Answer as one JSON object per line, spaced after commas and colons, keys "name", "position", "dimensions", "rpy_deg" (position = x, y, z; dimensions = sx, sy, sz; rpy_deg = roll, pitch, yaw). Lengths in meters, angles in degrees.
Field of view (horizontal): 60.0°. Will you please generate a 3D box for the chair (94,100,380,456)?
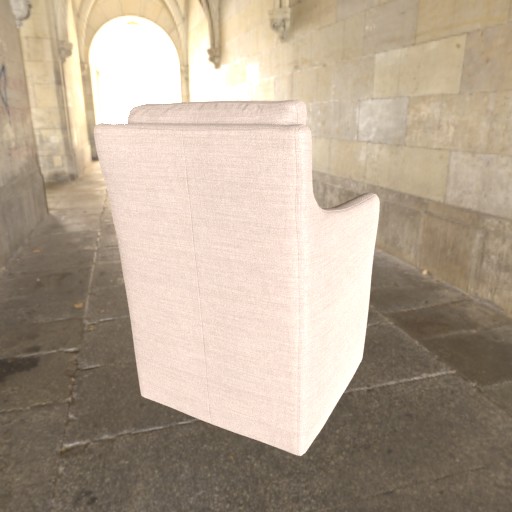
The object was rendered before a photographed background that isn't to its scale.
{"name": "chair", "position": [0.000, 0.000, 1.402], "dimensions": [0.626, 0.914, 0.694], "rpy_deg": [9, 20, 27]}
